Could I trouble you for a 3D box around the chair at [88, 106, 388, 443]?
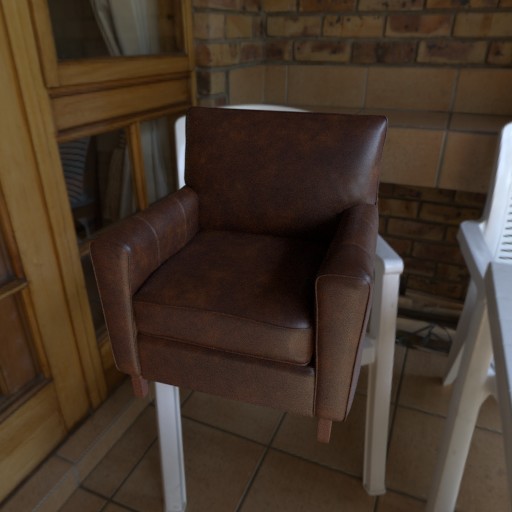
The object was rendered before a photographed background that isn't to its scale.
[{"bbox_3d":[0.000,0.000,1.653,0.870,0.943,0.823,8,28,15],"label":"chair"}]
